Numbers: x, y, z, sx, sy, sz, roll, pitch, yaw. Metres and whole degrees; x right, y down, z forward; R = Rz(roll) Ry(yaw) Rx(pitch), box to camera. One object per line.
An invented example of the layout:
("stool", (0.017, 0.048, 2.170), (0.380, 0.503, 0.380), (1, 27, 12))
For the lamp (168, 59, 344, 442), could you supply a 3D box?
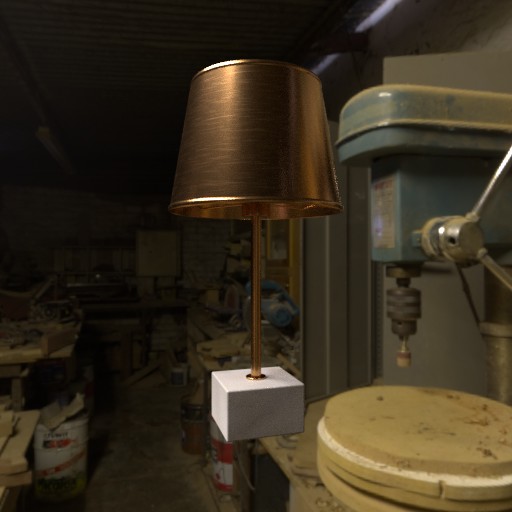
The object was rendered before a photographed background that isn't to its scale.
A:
("lamp", (0.000, 0.000, 0.535), (0.208, 0.406, 0.208), (0, 0, 0))
